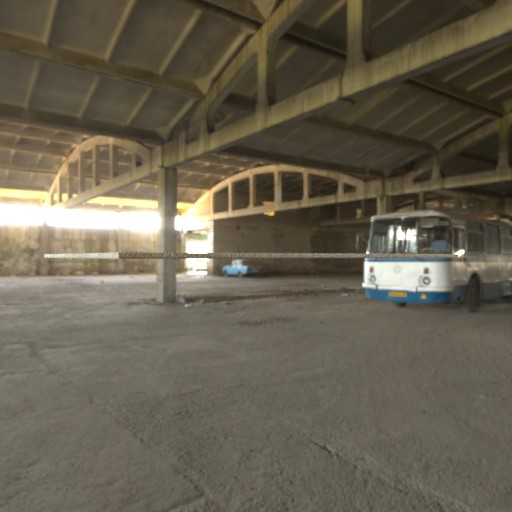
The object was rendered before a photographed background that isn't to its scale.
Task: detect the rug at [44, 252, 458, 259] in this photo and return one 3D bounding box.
[{"bbox_3d":[0.000,0.000,2.976,2.346,0.025,1.500,0,0,-35],"label":"rug"}]
